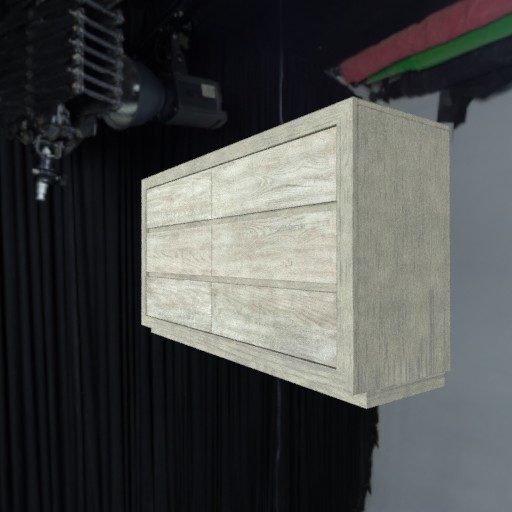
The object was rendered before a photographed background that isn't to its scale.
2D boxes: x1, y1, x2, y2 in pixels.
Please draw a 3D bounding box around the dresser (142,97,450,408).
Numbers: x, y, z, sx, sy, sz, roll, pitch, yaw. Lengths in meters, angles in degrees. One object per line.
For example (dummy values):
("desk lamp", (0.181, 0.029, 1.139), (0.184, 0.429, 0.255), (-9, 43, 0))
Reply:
("dresser", (0.000, 0.000, 2.048), (0.483, 0.889, 1.628), (0, 0, -35))
